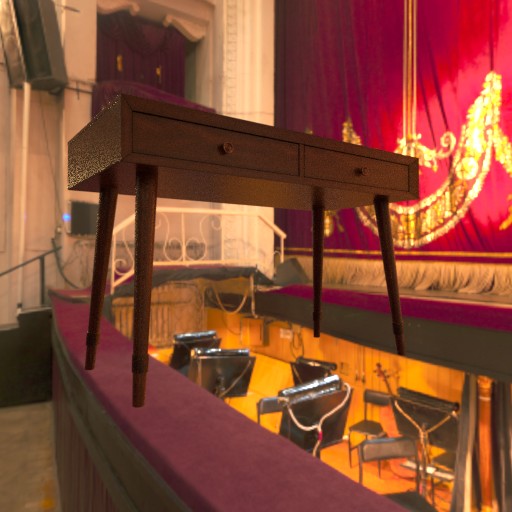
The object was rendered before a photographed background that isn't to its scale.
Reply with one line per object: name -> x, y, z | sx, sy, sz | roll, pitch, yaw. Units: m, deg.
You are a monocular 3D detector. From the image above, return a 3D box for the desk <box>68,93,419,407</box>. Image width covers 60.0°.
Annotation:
desk -> 0.000, 0.000, 2.164 | 1.577, 1.031, 0.734 | 0, -1, -35
